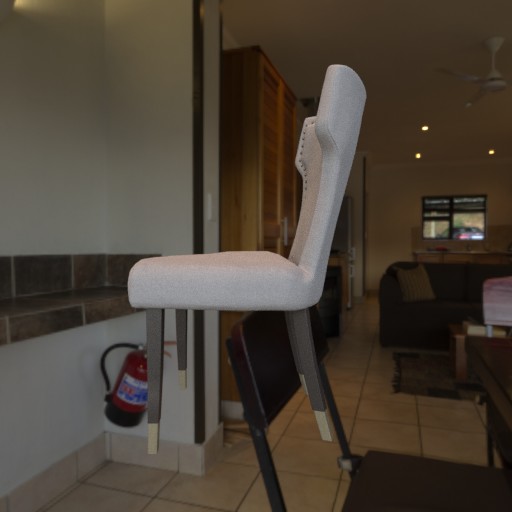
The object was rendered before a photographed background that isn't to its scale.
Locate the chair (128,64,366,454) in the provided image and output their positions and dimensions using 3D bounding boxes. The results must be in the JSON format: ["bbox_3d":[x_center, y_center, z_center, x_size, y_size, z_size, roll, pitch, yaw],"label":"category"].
[{"bbox_3d":[0.000,0.000,1.320,0.630,0.950,0.526,0,1,-1],"label":"chair"}]
